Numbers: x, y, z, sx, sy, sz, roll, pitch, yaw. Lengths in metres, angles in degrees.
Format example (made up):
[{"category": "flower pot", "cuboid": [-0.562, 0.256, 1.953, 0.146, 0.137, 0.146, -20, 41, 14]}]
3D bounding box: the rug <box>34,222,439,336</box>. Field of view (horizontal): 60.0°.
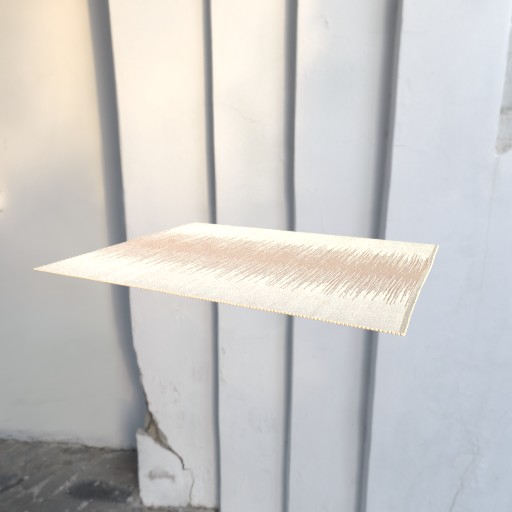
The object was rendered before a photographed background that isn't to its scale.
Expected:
[{"category": "rug", "cuboid": [0.000, 0.000, 4.186, 3.048, 0.013, 2.438, 7, 16, 25]}]
